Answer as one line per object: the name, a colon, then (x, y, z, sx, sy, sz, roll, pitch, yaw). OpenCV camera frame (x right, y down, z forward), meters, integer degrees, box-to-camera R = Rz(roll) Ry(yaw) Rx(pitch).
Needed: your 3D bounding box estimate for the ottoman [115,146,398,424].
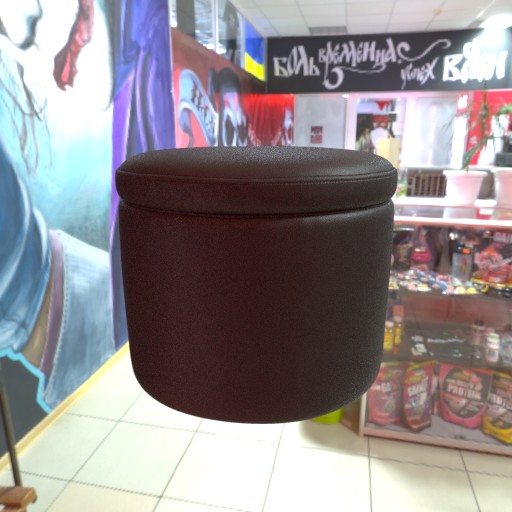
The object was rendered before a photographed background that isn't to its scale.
ottoman: (0.000, 0.000, 0.857, 0.500, 0.409, 0.500, 0, 15, 0)
